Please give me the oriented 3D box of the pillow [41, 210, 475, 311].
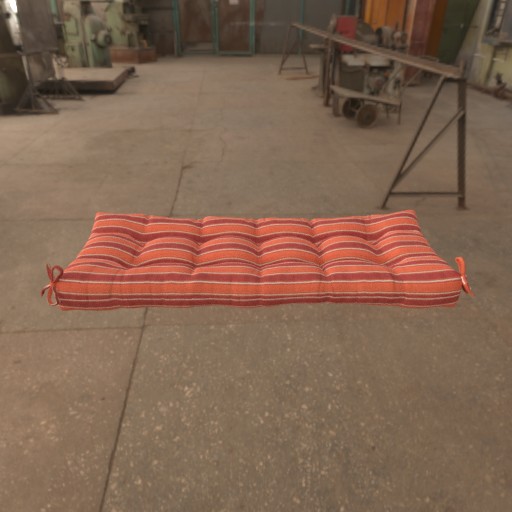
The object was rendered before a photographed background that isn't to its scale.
[{"bbox_3d":[0.000,0.000,1.361,1.194,0.174,0.511,-1,30,-1],"label":"pillow"}]
